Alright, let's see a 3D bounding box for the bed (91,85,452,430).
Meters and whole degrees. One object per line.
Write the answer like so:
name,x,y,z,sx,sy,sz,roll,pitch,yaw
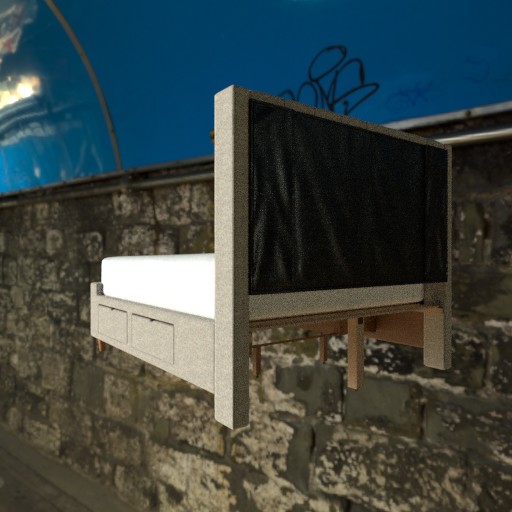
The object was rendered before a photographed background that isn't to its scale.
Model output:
bed,0.000,0.000,3.754,2.044,1.748,2.372,0,0,-37
